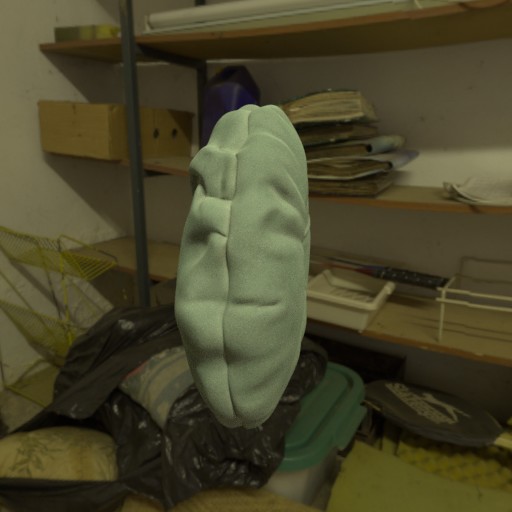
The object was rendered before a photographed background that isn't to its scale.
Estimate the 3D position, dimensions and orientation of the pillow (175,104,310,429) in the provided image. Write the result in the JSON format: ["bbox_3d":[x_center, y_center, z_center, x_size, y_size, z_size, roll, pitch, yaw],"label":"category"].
[{"bbox_3d":[0.000,0.000,0.629,0.148,0.407,0.428,2,15,8],"label":"pillow"}]
